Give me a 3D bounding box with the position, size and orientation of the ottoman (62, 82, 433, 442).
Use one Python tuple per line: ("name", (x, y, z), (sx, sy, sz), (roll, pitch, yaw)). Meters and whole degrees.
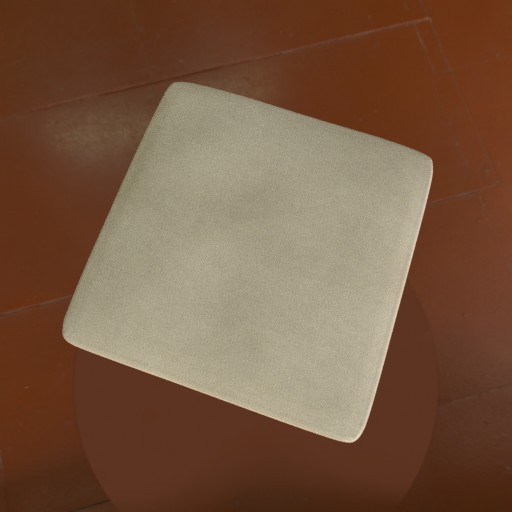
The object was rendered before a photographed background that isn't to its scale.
("ottoman", (0.000, 0.000, 1.371), (0.842, 0.441, 0.843), (18, 77, 5))
